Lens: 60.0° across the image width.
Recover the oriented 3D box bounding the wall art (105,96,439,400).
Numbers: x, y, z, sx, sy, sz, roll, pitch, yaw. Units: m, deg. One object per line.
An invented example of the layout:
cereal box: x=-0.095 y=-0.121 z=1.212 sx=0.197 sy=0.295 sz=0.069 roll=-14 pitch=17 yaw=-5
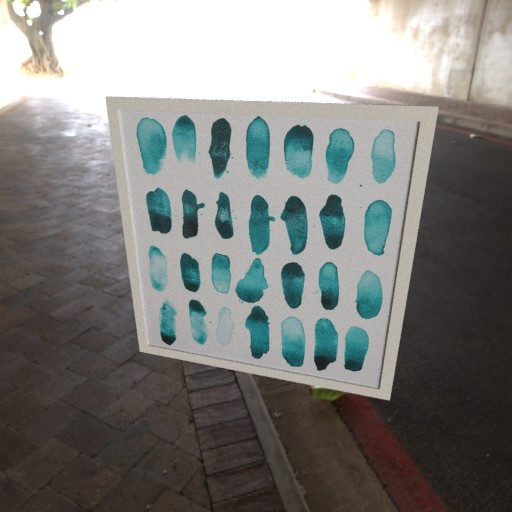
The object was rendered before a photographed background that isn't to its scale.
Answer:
wall art: x=0.000 y=0.000 z=1.222 sx=0.812 sy=0.813 sz=0.013 roll=7 pitch=26 yaw=15
